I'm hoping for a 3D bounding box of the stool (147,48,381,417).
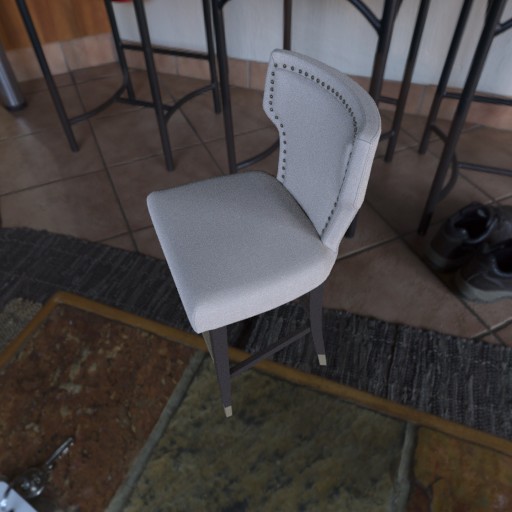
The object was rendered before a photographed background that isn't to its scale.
[{"bbox_3d":[0.000,0.000,1.442,0.563,1.092,0.526,-17,50,-15],"label":"stool"}]
